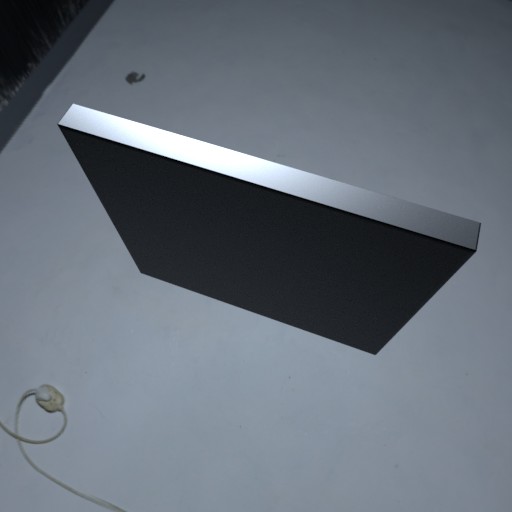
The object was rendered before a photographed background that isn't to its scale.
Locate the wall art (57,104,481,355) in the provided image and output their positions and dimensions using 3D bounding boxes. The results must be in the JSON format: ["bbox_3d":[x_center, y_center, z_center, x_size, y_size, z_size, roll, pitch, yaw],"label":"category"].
[{"bbox_3d":[0.000,0.000,0.531,0.380,0.330,0.028,18,65,9],"label":"wall art"}]
